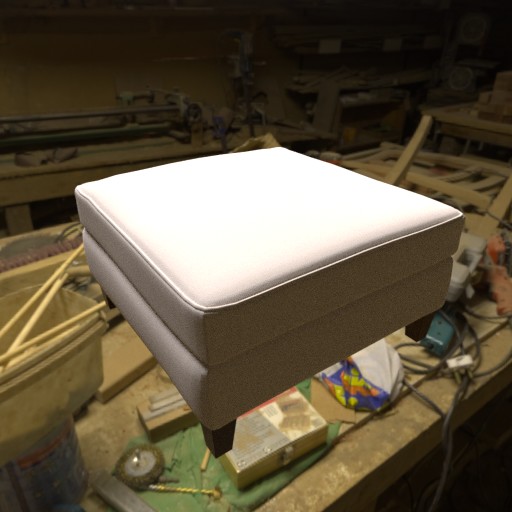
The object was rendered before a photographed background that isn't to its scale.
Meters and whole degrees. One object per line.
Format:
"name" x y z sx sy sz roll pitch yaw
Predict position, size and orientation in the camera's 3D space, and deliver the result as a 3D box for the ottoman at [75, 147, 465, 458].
"ottoman" 0.000 0.000 1.364 0.838 0.479 0.838 -18 33 -30
